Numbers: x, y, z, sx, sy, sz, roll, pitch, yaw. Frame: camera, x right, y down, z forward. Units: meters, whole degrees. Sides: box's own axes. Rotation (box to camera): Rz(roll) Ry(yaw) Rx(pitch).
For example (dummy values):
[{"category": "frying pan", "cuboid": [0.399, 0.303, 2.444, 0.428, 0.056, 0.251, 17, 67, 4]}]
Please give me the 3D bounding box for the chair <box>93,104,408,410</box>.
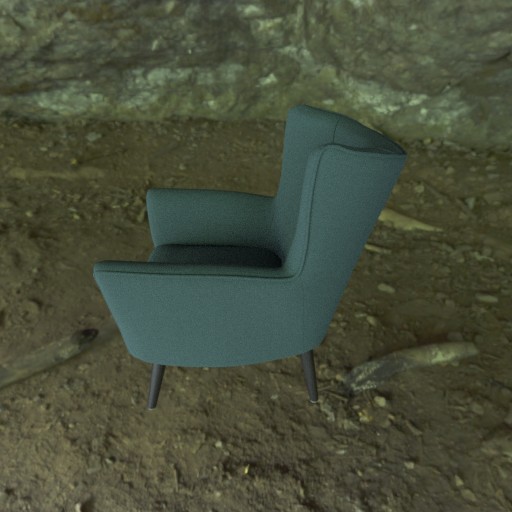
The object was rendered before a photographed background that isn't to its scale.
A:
[{"category": "chair", "cuboid": [0.000, 0.000, 1.562, 0.888, 0.933, 0.781, 0, 26, 0]}]
